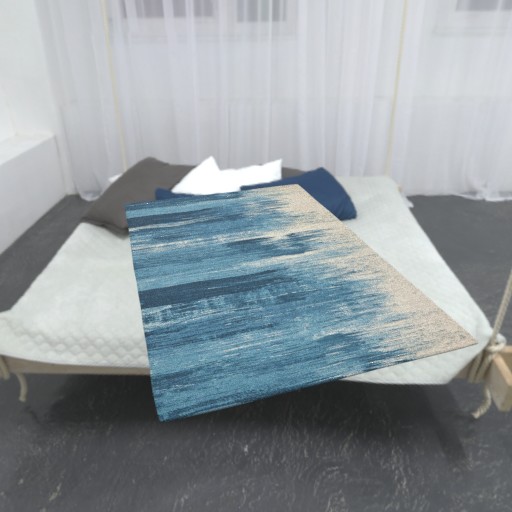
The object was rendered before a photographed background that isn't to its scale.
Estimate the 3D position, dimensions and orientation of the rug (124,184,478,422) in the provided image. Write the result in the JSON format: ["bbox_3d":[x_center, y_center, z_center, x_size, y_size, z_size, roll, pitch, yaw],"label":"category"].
[{"bbox_3d":[0.000,0.000,2.299,1.232,0.009,1.836,-9,31,-16],"label":"rug"}]
